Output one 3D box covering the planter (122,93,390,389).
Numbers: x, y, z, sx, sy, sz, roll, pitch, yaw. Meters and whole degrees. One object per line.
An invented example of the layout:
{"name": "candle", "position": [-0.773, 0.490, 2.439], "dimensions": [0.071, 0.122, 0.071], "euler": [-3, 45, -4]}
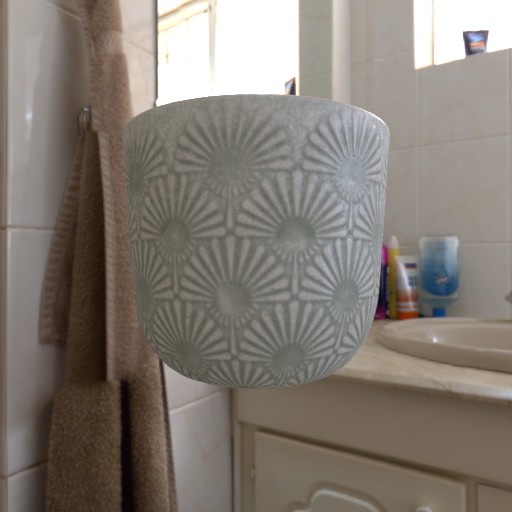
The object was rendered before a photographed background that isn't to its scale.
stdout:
{"name": "planter", "position": [0.000, 0.000, 0.292], "dimensions": [0.170, 0.152, 0.170], "euler": [0, -1, 0]}
